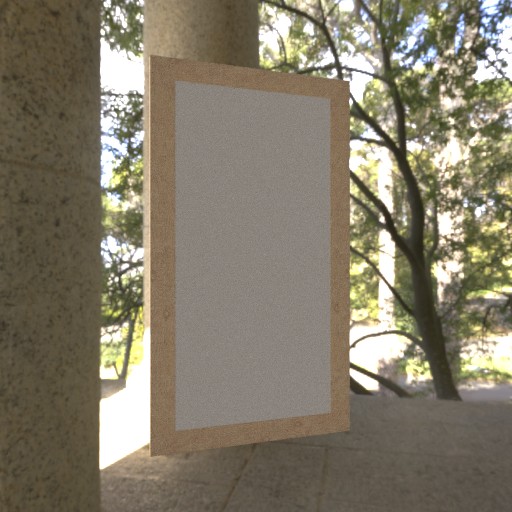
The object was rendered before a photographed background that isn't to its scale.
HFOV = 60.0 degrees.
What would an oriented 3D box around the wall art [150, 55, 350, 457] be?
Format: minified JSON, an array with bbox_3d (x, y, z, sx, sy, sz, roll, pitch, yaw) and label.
[{"bbox_3d":[0.000,0.000,0.816,0.381,0.683,0.013,0,0,-17],"label":"wall art"}]
